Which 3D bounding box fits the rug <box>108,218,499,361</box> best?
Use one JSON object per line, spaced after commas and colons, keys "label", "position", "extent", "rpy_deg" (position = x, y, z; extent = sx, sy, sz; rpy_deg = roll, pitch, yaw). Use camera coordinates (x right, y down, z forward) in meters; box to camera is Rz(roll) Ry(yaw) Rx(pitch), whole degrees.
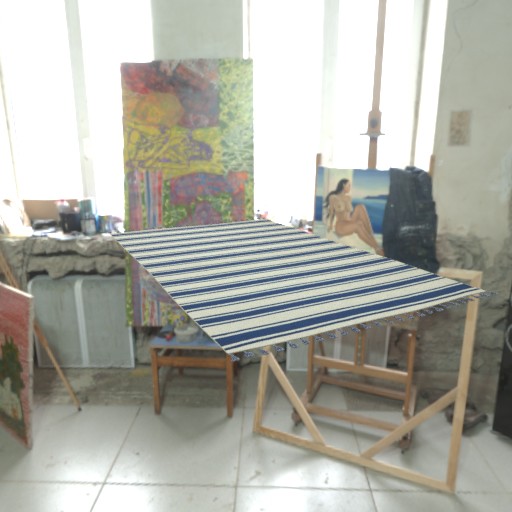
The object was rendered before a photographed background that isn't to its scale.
{"label": "rug", "position": [0.000, 0.000, 2.482], "extent": [1.248, 0.009, 2.108], "rpy_deg": [-8, 17, -27]}
